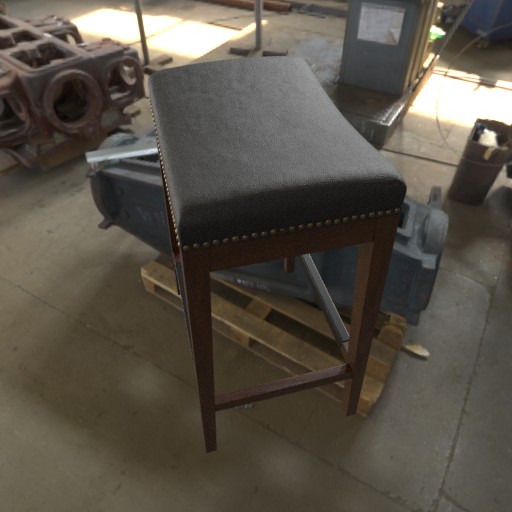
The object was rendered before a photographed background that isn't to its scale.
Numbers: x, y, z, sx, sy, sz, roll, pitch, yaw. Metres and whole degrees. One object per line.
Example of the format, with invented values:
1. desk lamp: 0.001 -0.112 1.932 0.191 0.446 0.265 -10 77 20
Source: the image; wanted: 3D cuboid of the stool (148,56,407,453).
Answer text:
1. stool: 0.000 0.000 0.935 0.353 0.664 0.490 -10 46 -10
